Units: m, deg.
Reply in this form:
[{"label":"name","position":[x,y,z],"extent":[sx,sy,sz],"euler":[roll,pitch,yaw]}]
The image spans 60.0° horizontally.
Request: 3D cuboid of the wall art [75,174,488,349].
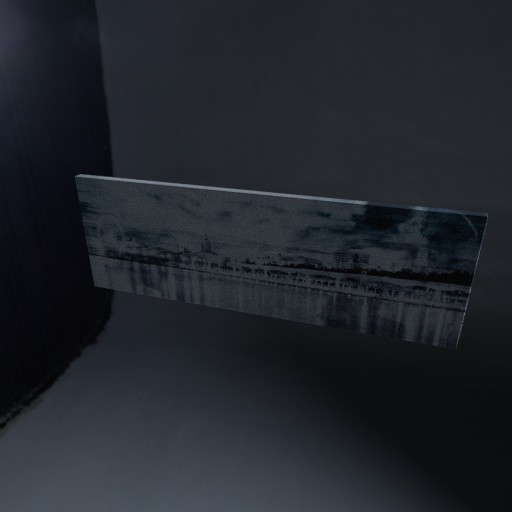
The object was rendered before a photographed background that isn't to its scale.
[{"label":"wall art","position":[0.000,0.000,1.709],"extent":[1.524,0.509,0.037],"euler":[8,27,16]}]
